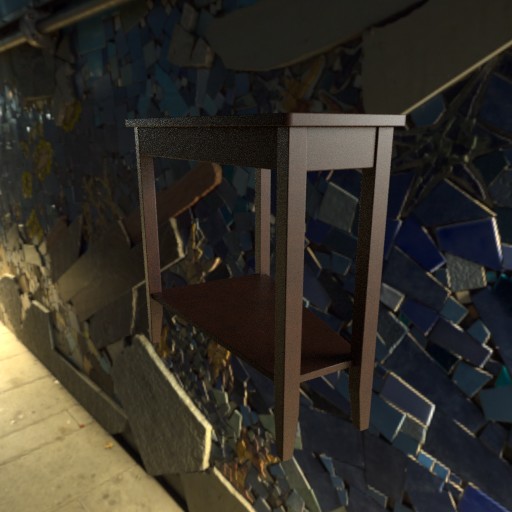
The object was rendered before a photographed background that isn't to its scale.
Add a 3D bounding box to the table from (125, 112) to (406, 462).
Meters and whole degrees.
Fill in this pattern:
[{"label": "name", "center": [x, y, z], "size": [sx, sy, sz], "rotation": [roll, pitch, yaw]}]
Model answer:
[{"label": "table", "center": [0.000, 0.000, 0.988], "size": [0.399, 0.589, 0.605], "rotation": [-8, 18, -27]}]
